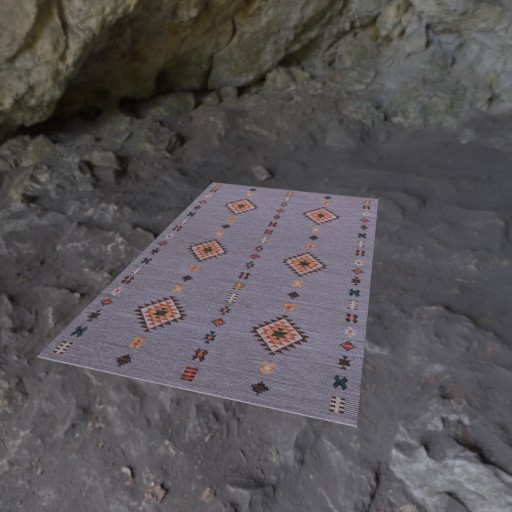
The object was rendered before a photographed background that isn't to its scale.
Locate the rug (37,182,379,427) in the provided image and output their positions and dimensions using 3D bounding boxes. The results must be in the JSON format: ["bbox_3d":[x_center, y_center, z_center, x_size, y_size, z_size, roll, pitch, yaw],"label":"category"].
[{"bbox_3d":[0.000,0.000,2.967,1.515,0.007,2.427,8,31,13],"label":"rug"}]
